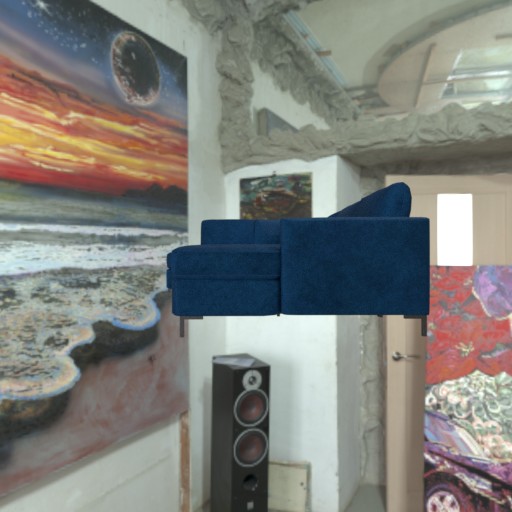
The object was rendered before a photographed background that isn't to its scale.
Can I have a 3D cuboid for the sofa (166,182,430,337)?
[{"bbox_3d":[0.000,0.000,4.352,2.055,0.992,3.434,0,0,-1],"label":"sofa"}]
